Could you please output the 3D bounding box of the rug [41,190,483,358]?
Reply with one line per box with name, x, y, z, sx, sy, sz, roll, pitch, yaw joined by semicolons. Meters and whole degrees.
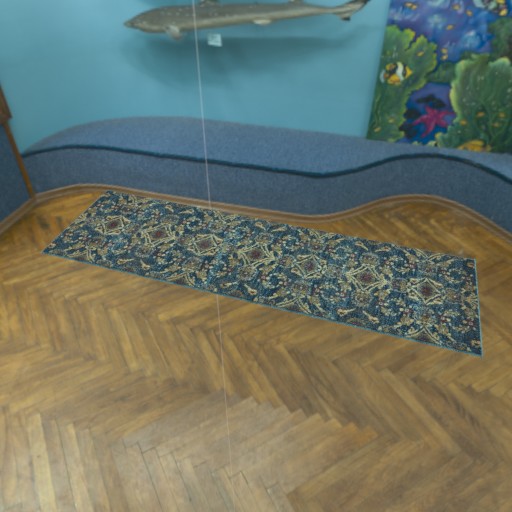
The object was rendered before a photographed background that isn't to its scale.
rug;0.000;0.000;2.436;2.292;0.014;0.685;12;42;14
